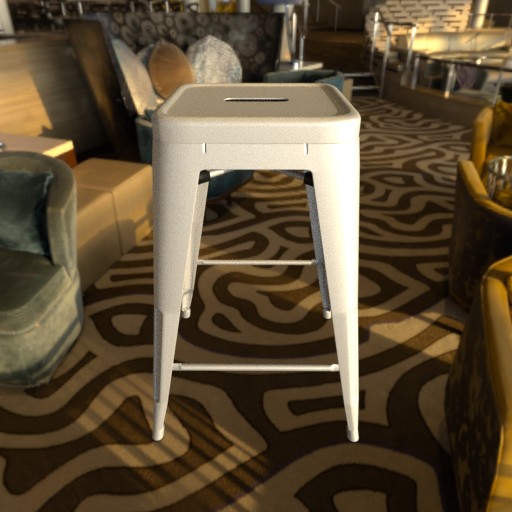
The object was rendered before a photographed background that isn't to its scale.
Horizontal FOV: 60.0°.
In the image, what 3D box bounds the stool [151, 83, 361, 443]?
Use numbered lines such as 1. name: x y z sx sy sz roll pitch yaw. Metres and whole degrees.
1. stool: 0.000 0.000 0.888 0.406 0.610 0.406 0 30 0
